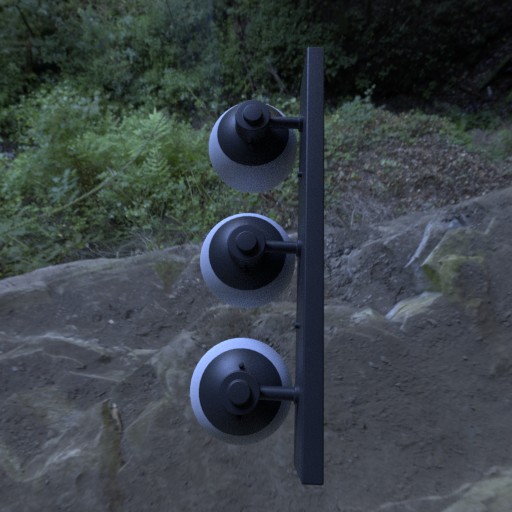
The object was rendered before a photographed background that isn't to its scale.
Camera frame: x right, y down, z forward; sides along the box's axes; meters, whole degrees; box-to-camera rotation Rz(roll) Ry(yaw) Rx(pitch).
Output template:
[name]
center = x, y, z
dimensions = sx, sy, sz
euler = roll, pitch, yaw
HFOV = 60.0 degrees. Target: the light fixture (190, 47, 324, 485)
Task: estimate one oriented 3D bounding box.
[light fixture]
center = 0.000, 0.000, 0.835
dimensions = 0.218, 0.263, 0.721
euler = 2, 75, 1
